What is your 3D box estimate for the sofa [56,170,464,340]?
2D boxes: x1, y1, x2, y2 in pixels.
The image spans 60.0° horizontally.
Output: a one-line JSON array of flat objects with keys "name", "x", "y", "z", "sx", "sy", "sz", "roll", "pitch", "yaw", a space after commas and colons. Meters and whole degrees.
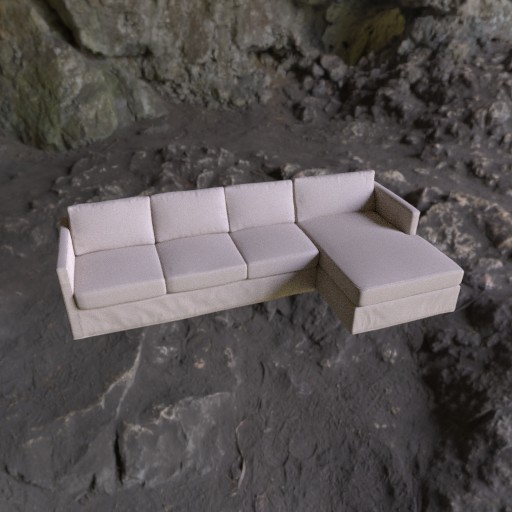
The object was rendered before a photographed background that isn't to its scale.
[{"name": "sofa", "x": 0.000, "y": 0.000, "z": 3.902, "sx": 3.206, "sy": 0.871, "sz": 1.622, "roll": -10, "pitch": 32, "yaw": -16}]
